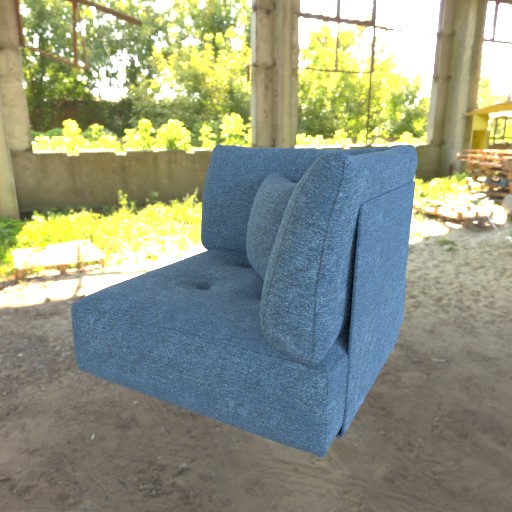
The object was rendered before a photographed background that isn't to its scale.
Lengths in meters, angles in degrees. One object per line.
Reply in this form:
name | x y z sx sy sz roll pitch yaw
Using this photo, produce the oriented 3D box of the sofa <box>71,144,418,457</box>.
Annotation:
sofa | 0.000 0.000 1.688 1.000 0.820 1.000 8 17 28
